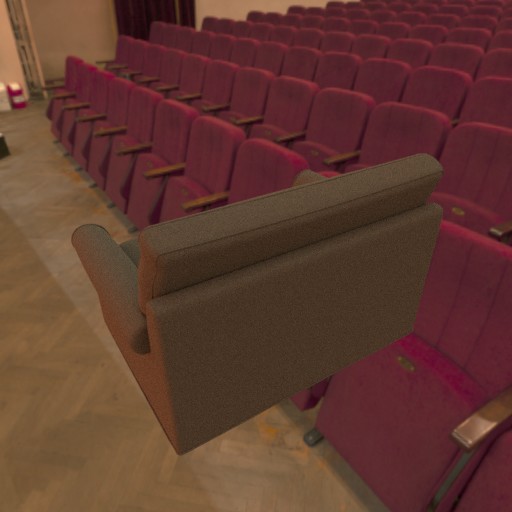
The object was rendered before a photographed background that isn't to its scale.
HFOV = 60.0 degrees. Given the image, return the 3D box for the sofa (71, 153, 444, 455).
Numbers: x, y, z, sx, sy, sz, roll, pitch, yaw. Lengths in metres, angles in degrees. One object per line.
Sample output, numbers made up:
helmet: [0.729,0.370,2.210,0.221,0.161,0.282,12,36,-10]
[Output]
sofa: [0.000,0.000,2.032,1.410,0.953,0.940,-19,36,-27]
